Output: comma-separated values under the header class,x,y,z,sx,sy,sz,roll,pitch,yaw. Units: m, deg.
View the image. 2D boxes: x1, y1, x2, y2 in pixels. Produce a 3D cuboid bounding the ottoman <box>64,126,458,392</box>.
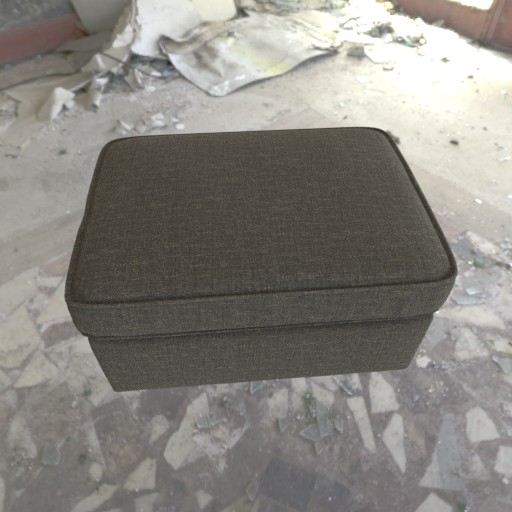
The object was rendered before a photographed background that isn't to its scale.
class,x,y,z,sx,sy,sz,roll,pitch,yaw
ottoman,0.000,0.000,1.102,0.749,0.450,0.549,-4,47,-3
